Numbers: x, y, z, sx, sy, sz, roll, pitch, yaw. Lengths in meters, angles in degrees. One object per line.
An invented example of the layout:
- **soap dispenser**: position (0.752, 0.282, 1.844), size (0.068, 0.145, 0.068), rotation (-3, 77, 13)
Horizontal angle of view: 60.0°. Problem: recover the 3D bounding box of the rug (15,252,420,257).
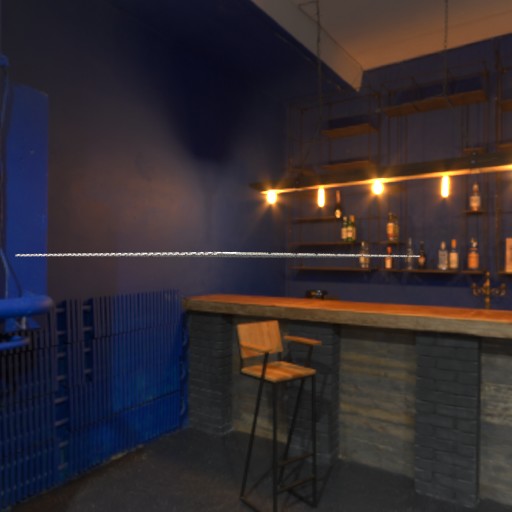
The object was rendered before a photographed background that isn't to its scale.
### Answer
- **rug**: position (0.000, 0.000, 2.423), size (1.196, 0.008, 2.006), rotation (0, 0, 36)
